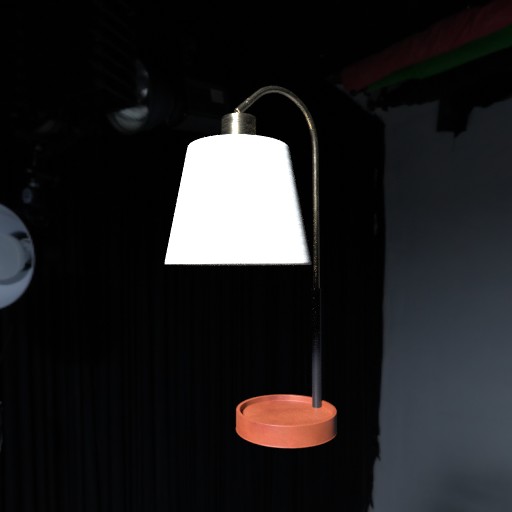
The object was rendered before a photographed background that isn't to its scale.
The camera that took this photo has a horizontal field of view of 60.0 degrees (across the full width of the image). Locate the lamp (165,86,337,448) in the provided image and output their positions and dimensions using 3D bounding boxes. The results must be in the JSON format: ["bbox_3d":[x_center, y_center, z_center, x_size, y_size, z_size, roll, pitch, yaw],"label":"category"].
[{"bbox_3d":[0.000,0.000,0.666,0.273,0.536,0.211,1,-2,-36],"label":"lamp"}]
